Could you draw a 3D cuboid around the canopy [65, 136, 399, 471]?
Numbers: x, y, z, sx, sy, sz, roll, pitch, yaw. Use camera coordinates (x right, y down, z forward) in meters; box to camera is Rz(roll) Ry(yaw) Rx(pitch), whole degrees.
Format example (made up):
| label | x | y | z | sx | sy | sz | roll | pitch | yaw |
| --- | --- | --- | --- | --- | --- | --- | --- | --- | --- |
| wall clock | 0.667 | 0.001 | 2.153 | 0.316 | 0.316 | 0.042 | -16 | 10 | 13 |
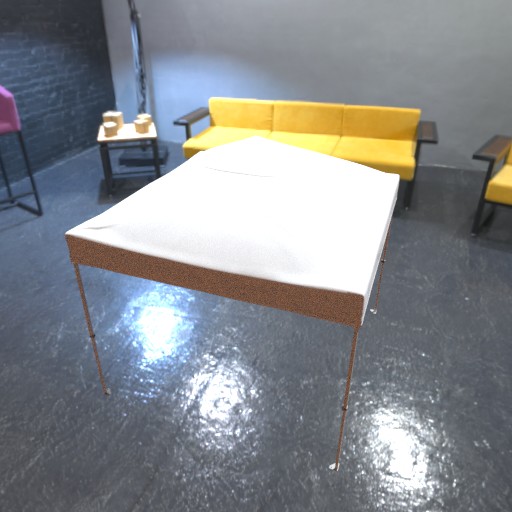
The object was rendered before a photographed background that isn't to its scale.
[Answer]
| label | x | y | z | sx | sy | sz | roll | pitch | yaw |
| --- | --- | --- | --- | --- | --- | --- | --- | --- | --- |
| canopy | 0.000 | 0.000 | 5.541 | 2.998 | 2.997 | 2.996 | 11 | 32 | 18 |
